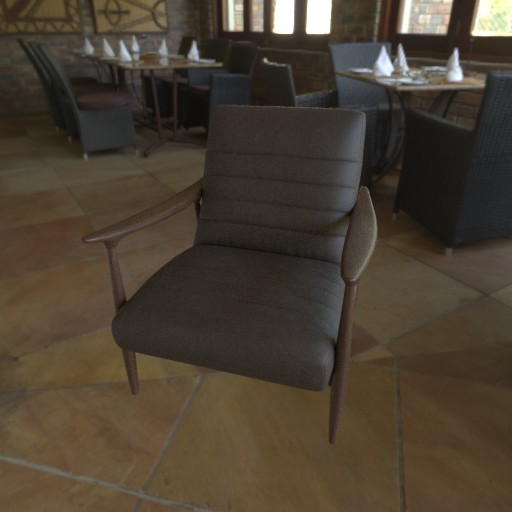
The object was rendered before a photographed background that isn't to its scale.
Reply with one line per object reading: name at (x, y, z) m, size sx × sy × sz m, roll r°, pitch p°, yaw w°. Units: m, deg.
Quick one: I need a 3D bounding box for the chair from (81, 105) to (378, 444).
chair at (0.000, 0.000, 1.446) m, size 0.741 × 0.831 × 0.798 m, roll 8°, pitch 29°, yaw 15°
